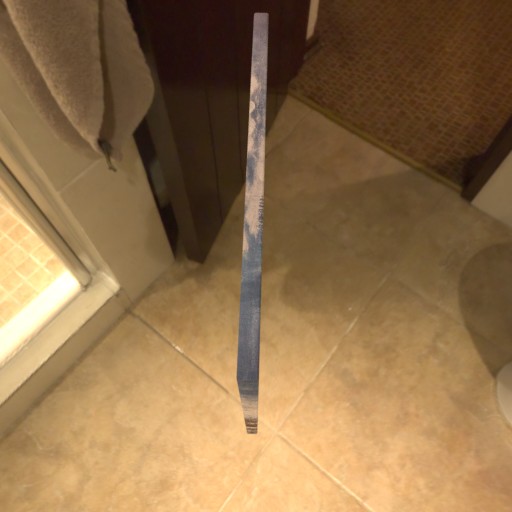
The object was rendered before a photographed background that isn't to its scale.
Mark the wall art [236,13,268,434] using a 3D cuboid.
[{"bbox_3d":[0.000,0.000,1.289,0.035,0.897,0.888,2,63,1],"label":"wall art"}]
